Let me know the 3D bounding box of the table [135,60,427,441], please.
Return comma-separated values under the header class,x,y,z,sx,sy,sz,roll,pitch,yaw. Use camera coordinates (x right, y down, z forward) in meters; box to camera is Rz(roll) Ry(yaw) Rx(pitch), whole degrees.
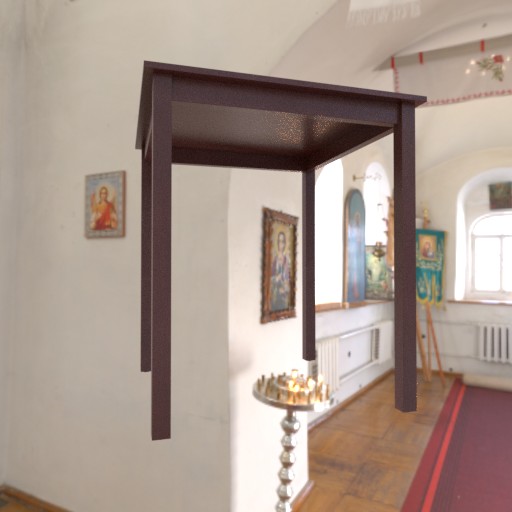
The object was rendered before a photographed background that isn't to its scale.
class,x,y,z,sx,sy,sz,roll,pitch,yaw
table,0.000,0.000,1.669,0.861,0.991,0.861,0,-1,-17
